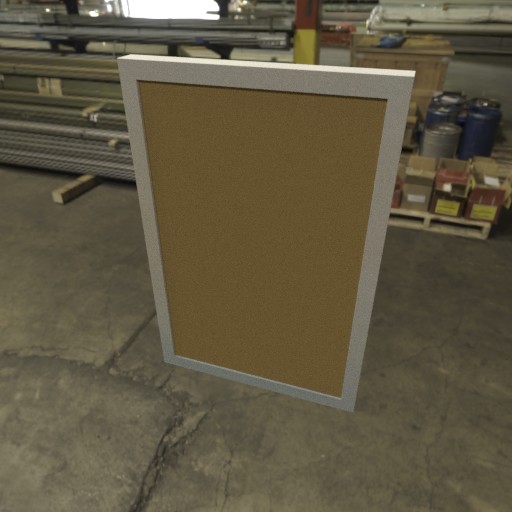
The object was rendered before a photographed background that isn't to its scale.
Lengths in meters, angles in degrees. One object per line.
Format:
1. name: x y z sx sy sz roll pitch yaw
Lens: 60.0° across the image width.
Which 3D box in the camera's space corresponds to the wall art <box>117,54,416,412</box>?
1. wall art: 0.000 0.000 0.758 0.408 0.611 0.038 10 34 16
